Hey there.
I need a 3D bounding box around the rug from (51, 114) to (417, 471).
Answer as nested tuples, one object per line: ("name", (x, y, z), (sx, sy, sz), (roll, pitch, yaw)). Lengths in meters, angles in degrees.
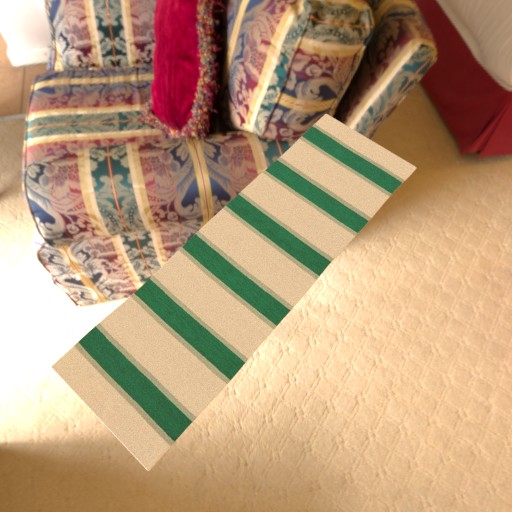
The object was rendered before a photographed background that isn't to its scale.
("rug", (0.000, 0.000, 2.670), (0.768, 0.012, 2.438), (37, 68, 18))
